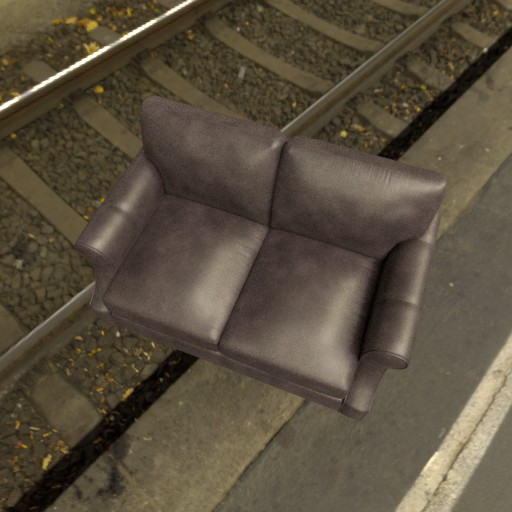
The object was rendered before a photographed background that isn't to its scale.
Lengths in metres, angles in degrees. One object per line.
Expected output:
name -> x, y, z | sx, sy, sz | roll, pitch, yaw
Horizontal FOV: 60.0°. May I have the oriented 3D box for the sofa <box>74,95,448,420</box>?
sofa -> 0.000, 0.000, 2.296 | 1.663, 0.979, 1.030 | 18, 61, 11
